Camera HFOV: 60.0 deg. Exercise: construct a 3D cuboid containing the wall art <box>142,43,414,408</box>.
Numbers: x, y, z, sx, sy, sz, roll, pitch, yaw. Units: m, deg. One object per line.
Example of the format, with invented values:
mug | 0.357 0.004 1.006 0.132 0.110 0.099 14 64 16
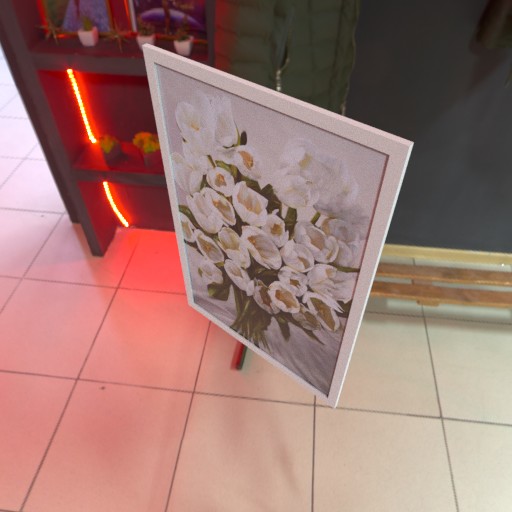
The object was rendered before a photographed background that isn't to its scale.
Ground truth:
wall art | 0.000 0.000 1.219 0.660 0.965 0.015 31 53 26
